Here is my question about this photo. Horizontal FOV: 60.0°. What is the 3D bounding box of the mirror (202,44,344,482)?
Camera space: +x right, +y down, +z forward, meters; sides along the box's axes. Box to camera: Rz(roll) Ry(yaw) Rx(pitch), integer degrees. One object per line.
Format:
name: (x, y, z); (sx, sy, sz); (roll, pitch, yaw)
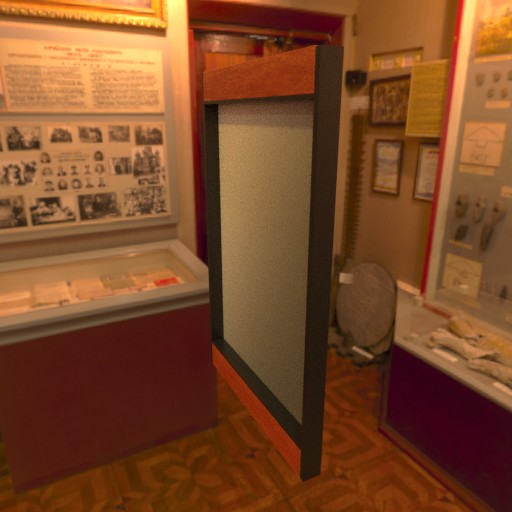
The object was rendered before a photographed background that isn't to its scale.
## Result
mirror: (0.000, 0.000, 1.023); (0.047, 0.823, 0.525); (-9, 20, -25)
